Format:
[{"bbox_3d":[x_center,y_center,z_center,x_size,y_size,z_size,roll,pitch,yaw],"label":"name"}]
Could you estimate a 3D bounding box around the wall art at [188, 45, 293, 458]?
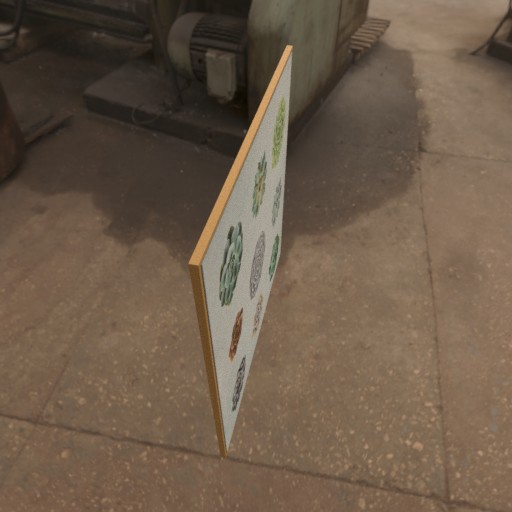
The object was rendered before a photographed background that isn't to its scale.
[{"bbox_3d":[0.000,0.000,0.985,0.014,0.655,0.657,10,48,9],"label":"wall art"}]
